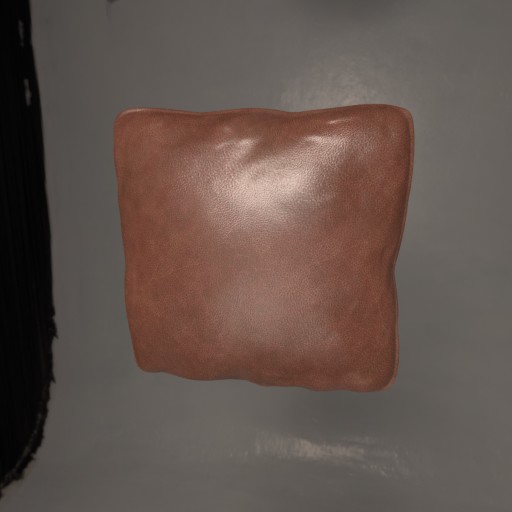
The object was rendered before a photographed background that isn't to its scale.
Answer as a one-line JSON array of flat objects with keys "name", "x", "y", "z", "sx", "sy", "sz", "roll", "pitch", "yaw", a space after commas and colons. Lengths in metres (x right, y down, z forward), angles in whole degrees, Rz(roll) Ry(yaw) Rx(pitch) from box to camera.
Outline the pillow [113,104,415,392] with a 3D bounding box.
[{"name": "pillow", "x": 0.000, "y": 0.000, "z": 0.811, "sx": 0.532, "sy": 0.523, "sz": 0.236, "roll": 3, "pitch": 15, "yaw": 10}]
